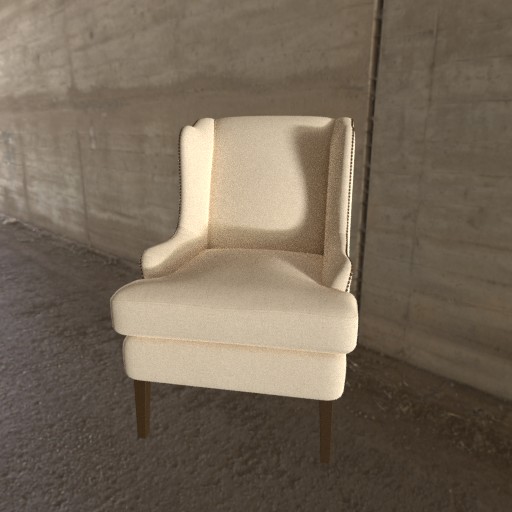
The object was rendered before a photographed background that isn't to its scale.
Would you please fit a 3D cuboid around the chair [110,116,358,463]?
[{"bbox_3d":[0.000,0.000,1.673,0.737,1.029,0.940,3,16,10],"label":"chair"}]
